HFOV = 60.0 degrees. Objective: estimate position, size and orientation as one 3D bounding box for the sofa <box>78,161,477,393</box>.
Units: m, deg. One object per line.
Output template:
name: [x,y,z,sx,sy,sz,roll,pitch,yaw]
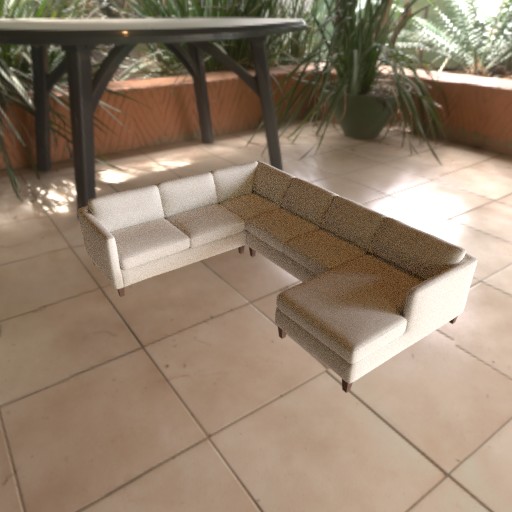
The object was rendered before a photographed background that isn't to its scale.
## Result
sofa: [0.000,0.000,4.497,2.551,0.853,3.238,-20,36,-31]
